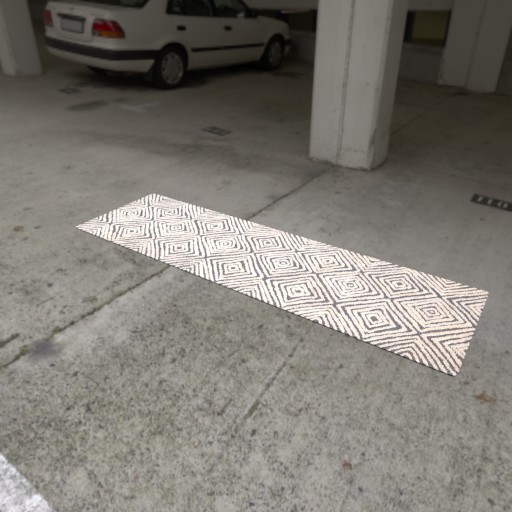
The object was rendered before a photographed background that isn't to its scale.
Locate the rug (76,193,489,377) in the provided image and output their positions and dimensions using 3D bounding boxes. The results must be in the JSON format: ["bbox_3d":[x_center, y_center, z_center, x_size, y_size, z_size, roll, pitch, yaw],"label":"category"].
[{"bbox_3d":[0.000,0.000,2.463,2.277,0.008,0.676,19,35,29],"label":"rug"}]
